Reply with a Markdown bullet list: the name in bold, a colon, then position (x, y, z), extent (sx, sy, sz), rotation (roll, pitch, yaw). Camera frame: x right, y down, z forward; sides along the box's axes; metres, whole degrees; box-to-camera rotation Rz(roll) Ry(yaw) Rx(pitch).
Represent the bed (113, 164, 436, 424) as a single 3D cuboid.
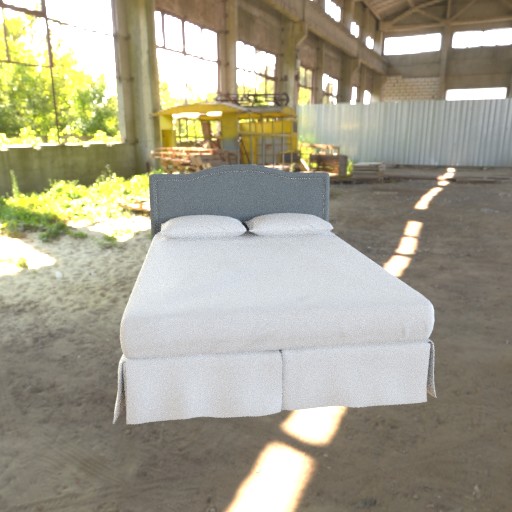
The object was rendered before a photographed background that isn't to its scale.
- **bed**: position (0.000, 0.000, 3.964), extent (2.161, 1.457, 2.689), rotation (-2, 15, -7)
